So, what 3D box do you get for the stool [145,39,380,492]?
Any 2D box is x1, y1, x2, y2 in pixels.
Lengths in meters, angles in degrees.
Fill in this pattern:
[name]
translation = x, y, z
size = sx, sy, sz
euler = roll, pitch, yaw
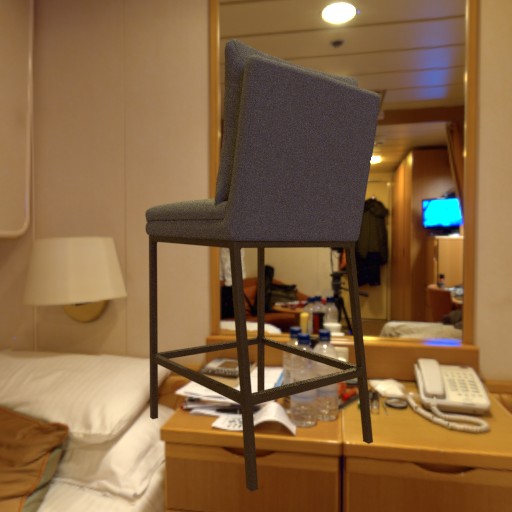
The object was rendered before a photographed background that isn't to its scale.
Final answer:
[stool]
translation = 0.000, 0.000, 1.311
size = 0.463, 1.031, 0.569
euler = -1, 2, -36
